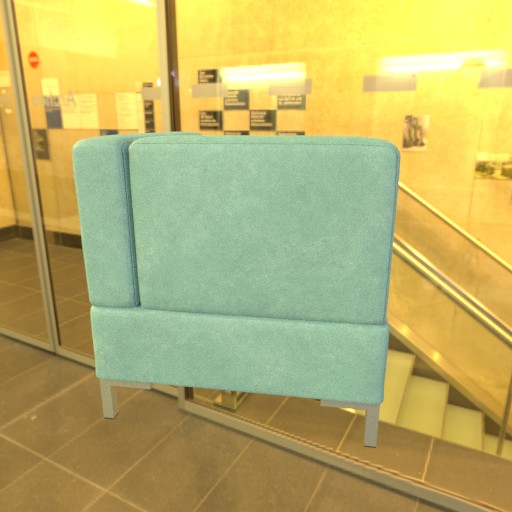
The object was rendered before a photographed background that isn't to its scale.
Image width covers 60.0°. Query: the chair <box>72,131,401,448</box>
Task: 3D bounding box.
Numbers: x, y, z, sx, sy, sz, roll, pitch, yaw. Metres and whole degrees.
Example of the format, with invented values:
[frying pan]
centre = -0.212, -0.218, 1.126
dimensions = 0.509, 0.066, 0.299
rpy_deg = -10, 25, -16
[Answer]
[chair]
centre = 0.000, 0.000, 1.232
dimensions = 0.680, 0.660, 0.680
rpy_deg = 3, 17, 9
